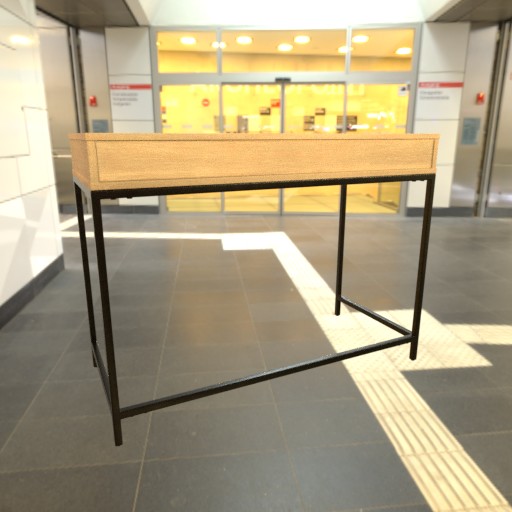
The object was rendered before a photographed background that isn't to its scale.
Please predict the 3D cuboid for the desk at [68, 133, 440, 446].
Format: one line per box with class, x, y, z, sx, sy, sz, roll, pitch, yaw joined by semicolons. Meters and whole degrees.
desk;0.000;0.000;1.431;1.016;0.762;0.470;-7;17;-25
